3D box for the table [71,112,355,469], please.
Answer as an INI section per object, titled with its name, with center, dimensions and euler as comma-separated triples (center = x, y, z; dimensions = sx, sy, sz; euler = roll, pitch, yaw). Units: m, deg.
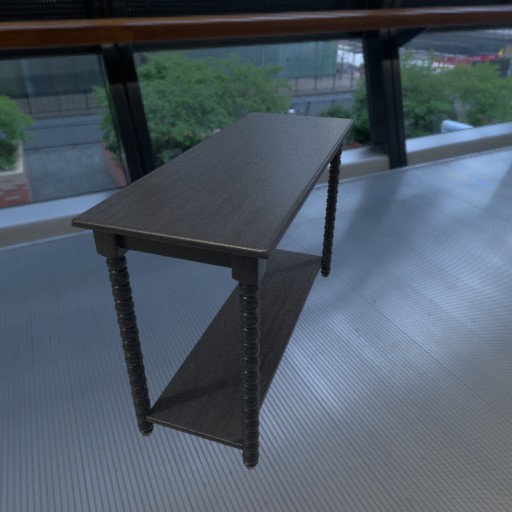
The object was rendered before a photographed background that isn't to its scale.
[table]
center = 0.000, 0.000, 1.569
dimensions = 0.459, 0.735, 1.184
euler = 10, 31, 16
